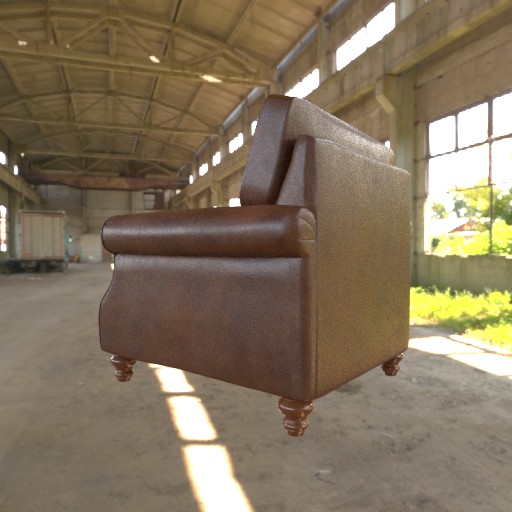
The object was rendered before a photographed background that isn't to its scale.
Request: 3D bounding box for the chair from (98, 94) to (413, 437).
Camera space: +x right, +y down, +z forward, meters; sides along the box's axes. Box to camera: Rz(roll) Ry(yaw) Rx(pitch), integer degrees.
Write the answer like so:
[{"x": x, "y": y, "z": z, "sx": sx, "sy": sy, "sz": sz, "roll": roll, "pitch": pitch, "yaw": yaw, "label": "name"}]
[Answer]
[{"x": 0.000, "y": 0.000, "z": 1.774, "sx": 0.992, "sy": 0.972, "sz": 0.989, "roll": 1, "pitch": 2, "yaw": 38, "label": "chair"}]
